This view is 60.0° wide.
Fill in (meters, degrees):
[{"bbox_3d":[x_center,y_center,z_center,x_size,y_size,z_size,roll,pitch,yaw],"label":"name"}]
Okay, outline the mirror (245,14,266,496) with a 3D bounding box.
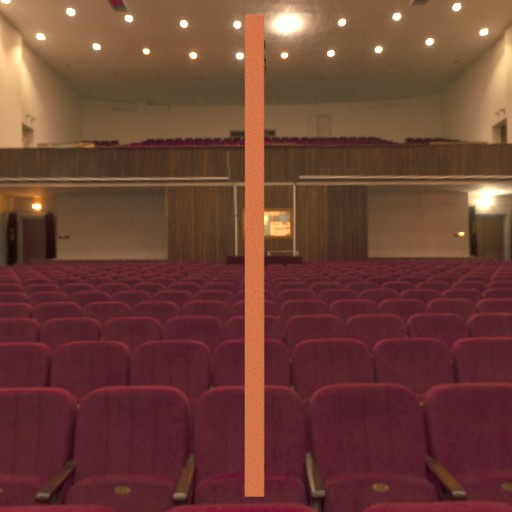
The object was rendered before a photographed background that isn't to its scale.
[{"bbox_3d":[0.000,0.000,1.144,0.041,0.915,0.609,0,-1,0],"label":"mirror"}]
